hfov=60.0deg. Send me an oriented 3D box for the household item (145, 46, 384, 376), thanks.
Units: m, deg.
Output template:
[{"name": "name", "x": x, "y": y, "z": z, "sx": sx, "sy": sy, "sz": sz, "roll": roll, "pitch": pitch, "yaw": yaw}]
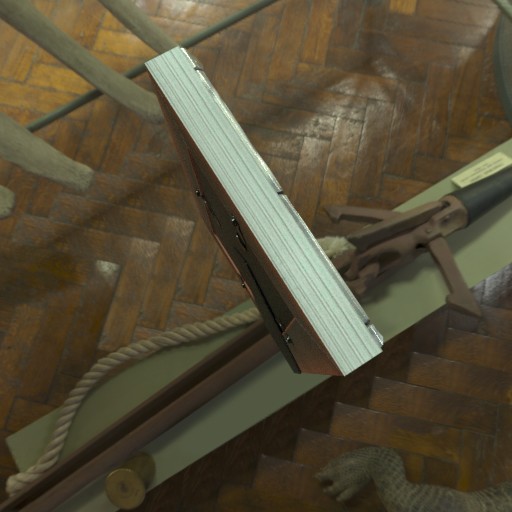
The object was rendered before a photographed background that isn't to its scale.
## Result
[{"name": "household item", "x": 0.000, "y": 0.000, "z": 0.294, "sx": 0.025, "sy": 0.216, "sz": 0.165, "roll": -31, "pitch": 78, "yaw": -7}]
